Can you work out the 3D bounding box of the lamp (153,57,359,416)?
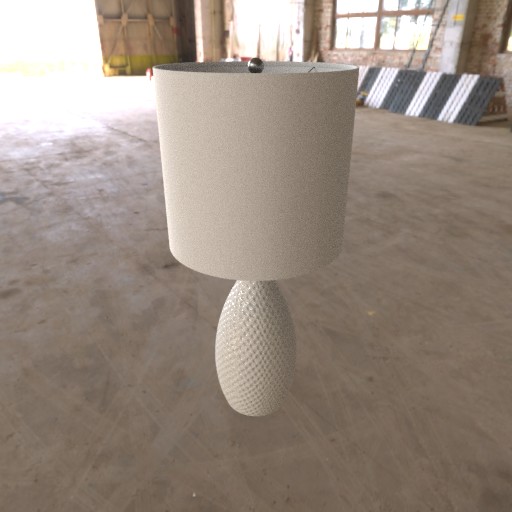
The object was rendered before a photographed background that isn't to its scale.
[{"bbox_3d":[0.000,0.000,0.569,0.214,0.466,0.214,-8,27,-16],"label":"lamp"}]
